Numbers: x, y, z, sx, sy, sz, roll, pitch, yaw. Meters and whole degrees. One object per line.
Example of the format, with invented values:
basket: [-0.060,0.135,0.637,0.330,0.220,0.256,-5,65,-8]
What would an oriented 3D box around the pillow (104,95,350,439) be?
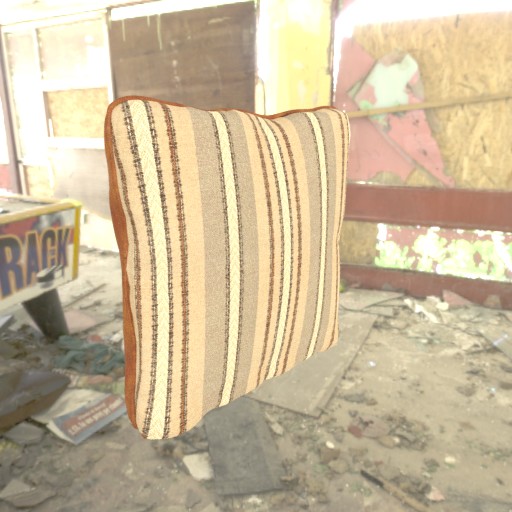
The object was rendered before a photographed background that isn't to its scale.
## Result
pillow: [0.000,0.000,0.742,0.489,0.490,0.130,-16,22,-43]
